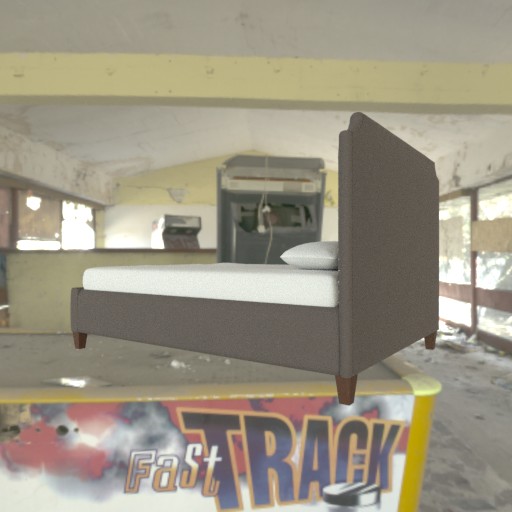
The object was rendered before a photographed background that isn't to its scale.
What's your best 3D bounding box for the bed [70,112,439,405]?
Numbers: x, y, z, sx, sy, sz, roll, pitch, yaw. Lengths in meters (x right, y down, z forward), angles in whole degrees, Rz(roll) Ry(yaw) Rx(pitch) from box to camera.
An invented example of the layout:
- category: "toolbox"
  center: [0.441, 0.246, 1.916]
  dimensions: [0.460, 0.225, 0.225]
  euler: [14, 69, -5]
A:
- category: "bed"
  center: [0.000, 0.000, 3.446]
  dimensions: [2.372, 1.443, 1.713]
  euler: [0, 0, 35]
